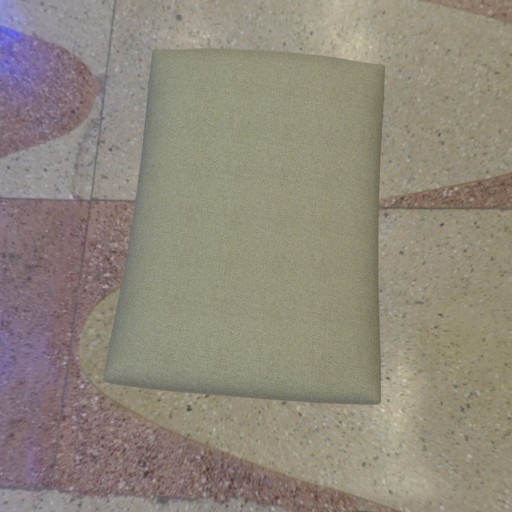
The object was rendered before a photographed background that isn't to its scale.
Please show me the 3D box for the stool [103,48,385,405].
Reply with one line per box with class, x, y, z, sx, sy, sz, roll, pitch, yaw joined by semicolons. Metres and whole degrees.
stool;0.000;0.000;0.901;0.375;0.632;0.509;4;77;1
